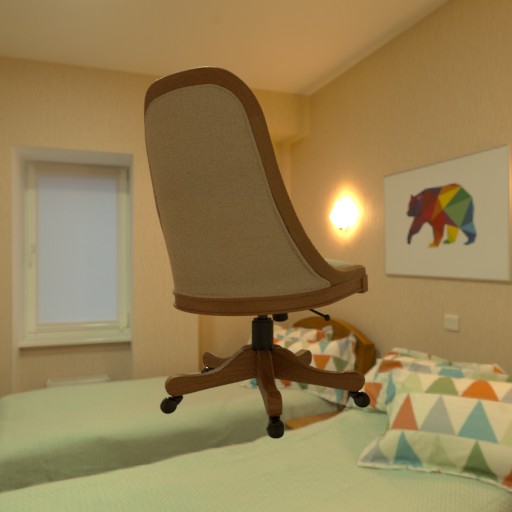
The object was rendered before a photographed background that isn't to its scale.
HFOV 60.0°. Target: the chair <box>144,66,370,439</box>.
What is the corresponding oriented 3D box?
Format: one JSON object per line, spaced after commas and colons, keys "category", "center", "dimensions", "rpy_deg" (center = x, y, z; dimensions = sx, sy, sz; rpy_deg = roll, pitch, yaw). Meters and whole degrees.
{"category": "chair", "center": [0.000, 0.000, 1.537], "dimensions": [0.702, 1.009, 0.811], "rpy_deg": [0, 0, 34]}
